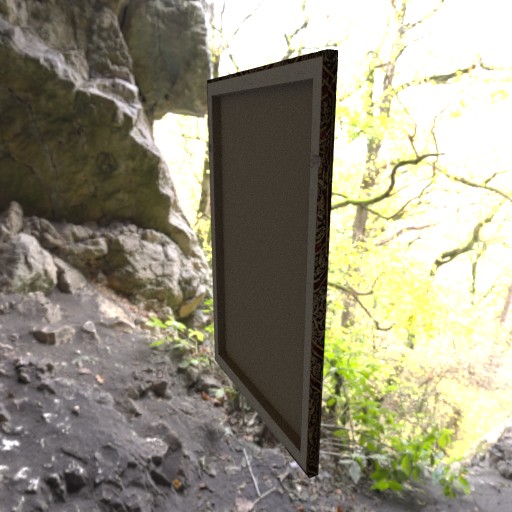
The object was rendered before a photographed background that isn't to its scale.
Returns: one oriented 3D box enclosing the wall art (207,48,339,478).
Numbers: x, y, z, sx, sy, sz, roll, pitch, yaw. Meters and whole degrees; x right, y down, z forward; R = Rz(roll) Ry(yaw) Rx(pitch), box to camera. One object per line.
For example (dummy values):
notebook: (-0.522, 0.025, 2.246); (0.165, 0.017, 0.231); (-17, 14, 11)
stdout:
wall art: (0.000, 0.000, 0.764); (0.020, 0.599, 0.397); (-8, 18, -25)
